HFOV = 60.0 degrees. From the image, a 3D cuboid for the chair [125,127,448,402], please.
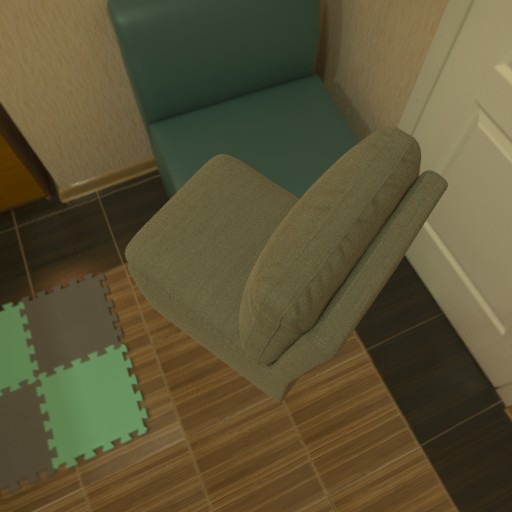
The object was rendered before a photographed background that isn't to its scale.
[{"bbox_3d":[0.000,0.000,1.306,0.698,0.927,0.503,33,68,15],"label":"chair"}]
